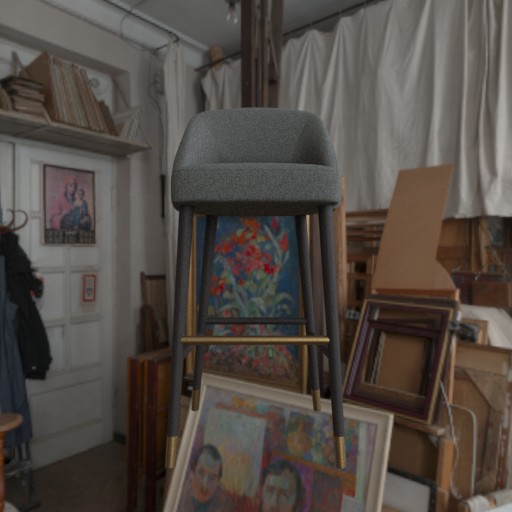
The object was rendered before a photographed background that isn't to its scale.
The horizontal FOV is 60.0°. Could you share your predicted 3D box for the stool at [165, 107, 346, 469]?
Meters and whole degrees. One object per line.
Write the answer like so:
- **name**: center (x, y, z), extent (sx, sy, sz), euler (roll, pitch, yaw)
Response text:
- **stool**: center (0.000, 0.000, 1.392), extent (0.536, 1.089, 0.524), euler (0, 0, 0)
